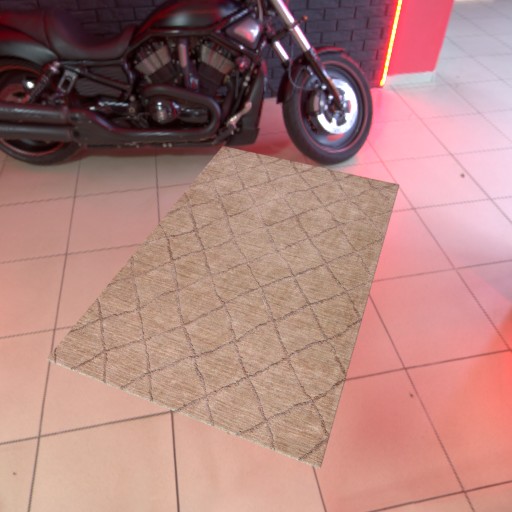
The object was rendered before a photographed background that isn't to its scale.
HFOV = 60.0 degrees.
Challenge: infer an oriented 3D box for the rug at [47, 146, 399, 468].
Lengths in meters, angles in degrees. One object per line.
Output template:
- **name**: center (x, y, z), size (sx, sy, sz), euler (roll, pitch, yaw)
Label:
- **rug**: center (0.000, 0.000, 2.929), size (1.521, 0.015, 2.280), euler (16, 48, 15)
